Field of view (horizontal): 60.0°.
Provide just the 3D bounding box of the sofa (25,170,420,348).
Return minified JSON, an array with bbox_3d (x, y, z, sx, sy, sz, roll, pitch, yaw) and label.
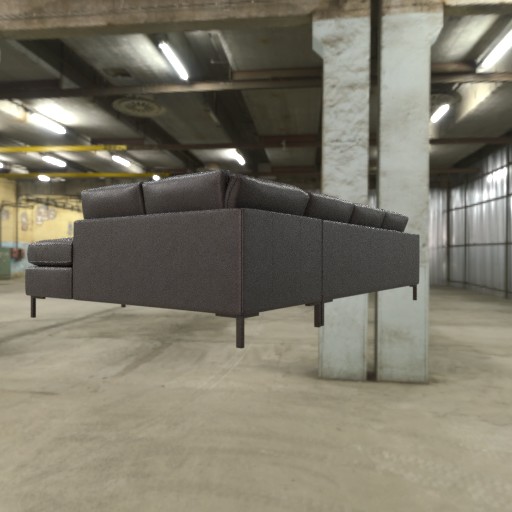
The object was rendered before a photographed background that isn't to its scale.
[{"bbox_3d":[0.000,0.000,3.805,1.938,0.877,2.984,0,0,35],"label":"sofa"}]
